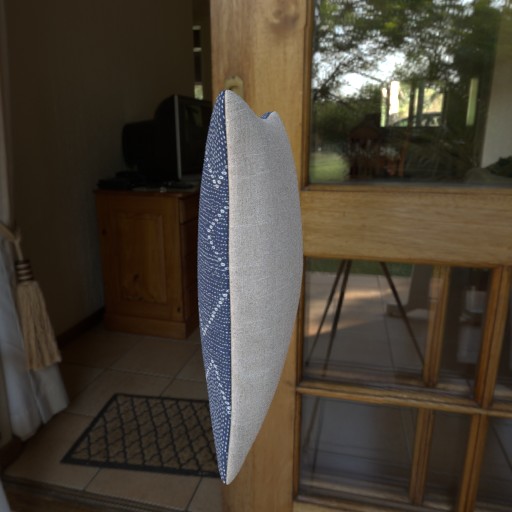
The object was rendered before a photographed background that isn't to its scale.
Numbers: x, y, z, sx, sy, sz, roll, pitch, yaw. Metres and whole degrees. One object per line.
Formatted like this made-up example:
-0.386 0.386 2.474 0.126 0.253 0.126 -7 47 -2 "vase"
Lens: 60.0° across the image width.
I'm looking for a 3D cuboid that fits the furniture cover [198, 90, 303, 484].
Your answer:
0.000 0.000 0.771 0.162 0.503 0.511 2 15 8 "furniture cover"
